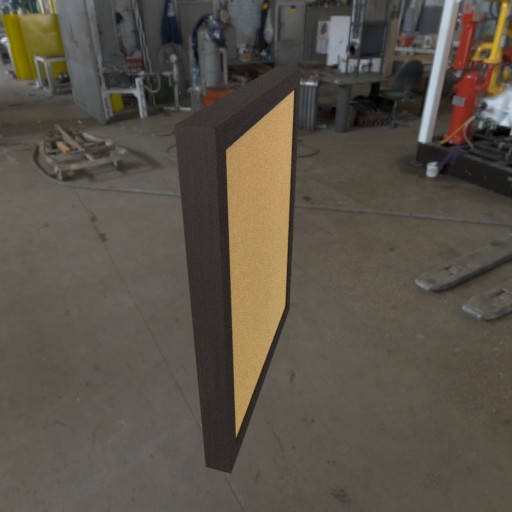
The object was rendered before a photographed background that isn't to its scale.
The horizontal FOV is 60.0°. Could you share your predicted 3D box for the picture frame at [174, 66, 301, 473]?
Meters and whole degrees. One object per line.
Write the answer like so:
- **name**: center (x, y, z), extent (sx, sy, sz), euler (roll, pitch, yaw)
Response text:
- **picture frame**: center (0.000, 0.000, 0.770), extent (0.044, 0.555, 0.452), euler (8, 31, 14)
